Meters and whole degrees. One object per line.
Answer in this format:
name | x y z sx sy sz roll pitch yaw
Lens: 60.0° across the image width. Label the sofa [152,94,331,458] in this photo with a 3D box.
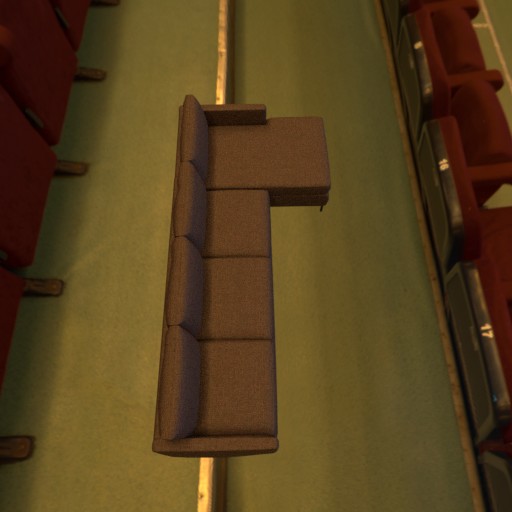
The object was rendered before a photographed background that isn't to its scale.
sofa | 0.000 0.000 3.899 1.483 0.892 3.221 -1 64 0
